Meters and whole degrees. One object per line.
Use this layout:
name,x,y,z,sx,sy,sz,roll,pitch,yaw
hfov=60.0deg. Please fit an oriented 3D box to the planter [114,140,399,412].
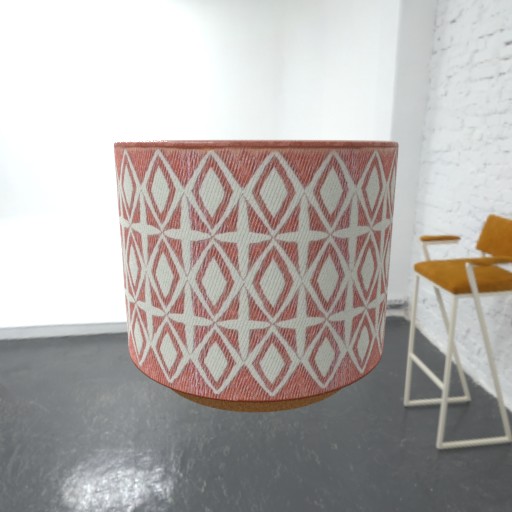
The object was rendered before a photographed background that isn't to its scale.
planter,0.000,0.000,0.473,0.273,0.237,0.273,0,14,0
